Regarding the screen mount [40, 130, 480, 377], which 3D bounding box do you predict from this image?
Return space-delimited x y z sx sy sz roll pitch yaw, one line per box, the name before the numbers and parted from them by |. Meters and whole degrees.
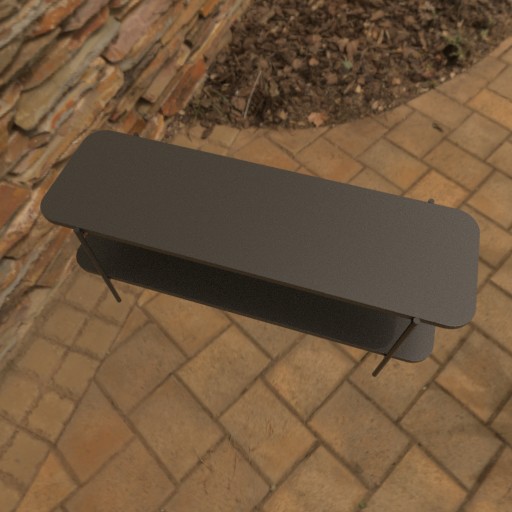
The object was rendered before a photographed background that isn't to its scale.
screen mount | 0.000 0.000 1.426 1.200 0.447 0.400 15 60 9
